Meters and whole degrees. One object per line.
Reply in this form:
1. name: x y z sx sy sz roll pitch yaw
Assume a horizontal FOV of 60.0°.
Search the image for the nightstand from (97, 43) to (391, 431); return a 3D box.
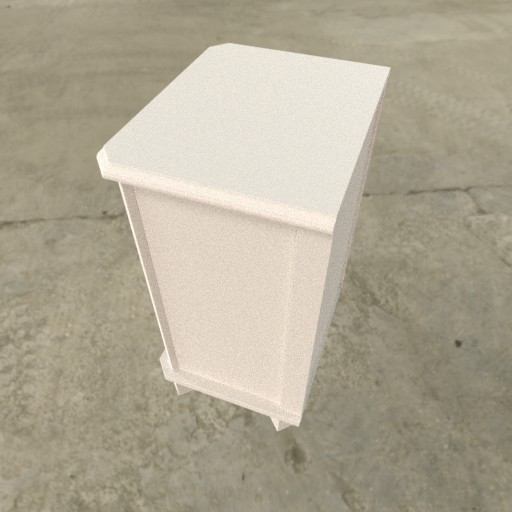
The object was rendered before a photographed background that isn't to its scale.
1. nightstand: 0.000 0.000 0.932 0.351 0.681 0.435 15 49 14
